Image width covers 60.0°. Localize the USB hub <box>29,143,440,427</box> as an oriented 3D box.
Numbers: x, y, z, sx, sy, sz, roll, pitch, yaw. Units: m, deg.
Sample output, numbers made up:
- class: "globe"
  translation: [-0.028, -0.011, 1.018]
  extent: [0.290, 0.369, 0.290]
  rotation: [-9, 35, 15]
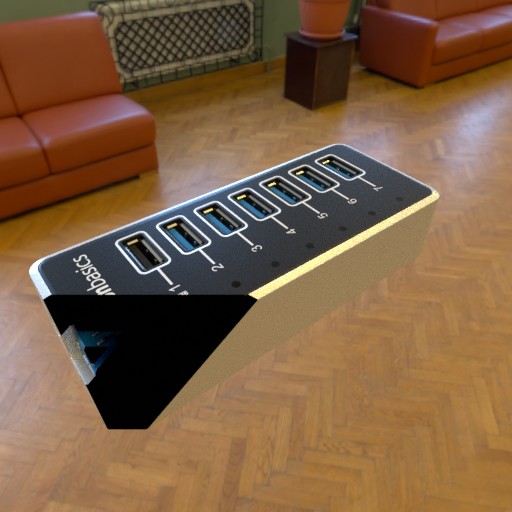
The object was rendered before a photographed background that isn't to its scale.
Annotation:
- class: "USB hub"
  translation: [0.000, 0.000, 0.128]
  extent: [0.110, 0.023, 0.044]
  rotation: [-27, 47, -27]
